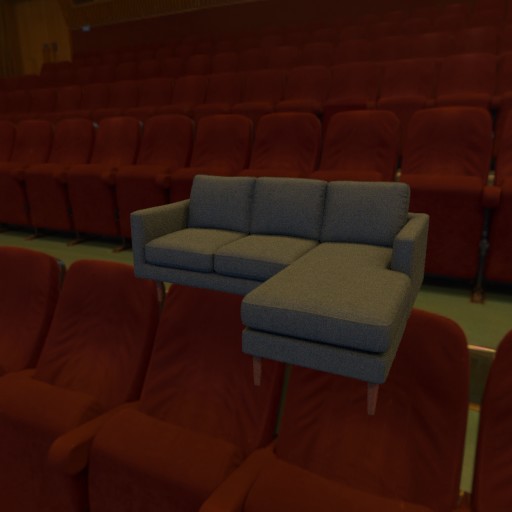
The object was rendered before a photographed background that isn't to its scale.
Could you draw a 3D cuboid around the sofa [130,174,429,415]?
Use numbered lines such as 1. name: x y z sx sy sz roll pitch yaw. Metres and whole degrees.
1. sofa: 0.000 0.000 3.017 2.055 0.957 1.667 7 17 25
